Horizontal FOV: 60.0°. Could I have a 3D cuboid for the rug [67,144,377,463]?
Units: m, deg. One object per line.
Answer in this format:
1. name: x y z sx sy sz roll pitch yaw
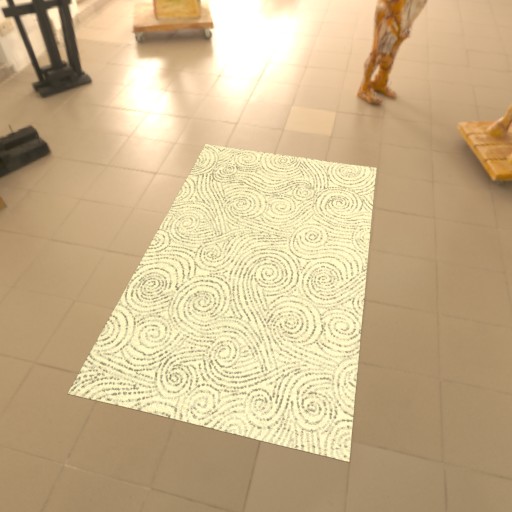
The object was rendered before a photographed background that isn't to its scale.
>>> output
1. rug: 0.000 0.000 3.076 1.524 0.005 2.439 10 49 9
